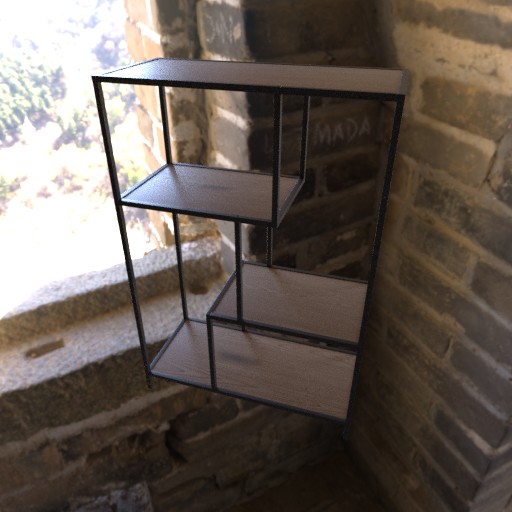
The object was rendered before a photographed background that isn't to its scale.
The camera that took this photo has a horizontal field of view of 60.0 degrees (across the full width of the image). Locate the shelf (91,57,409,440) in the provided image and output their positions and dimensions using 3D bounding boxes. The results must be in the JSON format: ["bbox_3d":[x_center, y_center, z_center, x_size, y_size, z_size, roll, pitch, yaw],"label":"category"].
[{"bbox_3d":[0.000,0.000,1.468,0.770,1.138,0.350,9,33,15],"label":"shelf"}]
